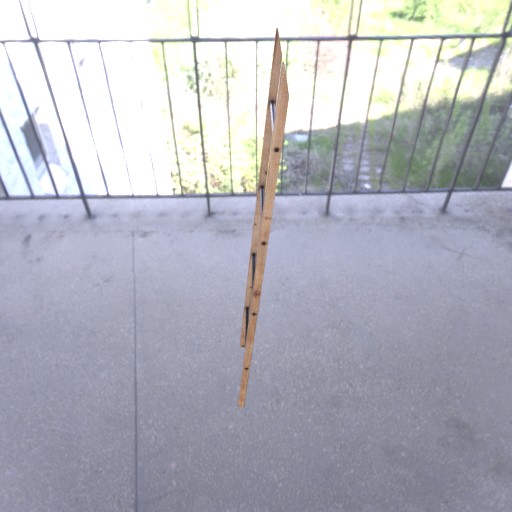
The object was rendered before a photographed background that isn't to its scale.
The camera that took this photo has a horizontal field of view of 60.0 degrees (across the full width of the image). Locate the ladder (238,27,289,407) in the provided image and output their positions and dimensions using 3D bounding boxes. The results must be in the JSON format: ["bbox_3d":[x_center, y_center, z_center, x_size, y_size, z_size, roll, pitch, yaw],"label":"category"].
[{"bbox_3d":[0.000,0.000,2.026,0.200,1.805,0.442,0,40,0],"label":"ladder"}]
